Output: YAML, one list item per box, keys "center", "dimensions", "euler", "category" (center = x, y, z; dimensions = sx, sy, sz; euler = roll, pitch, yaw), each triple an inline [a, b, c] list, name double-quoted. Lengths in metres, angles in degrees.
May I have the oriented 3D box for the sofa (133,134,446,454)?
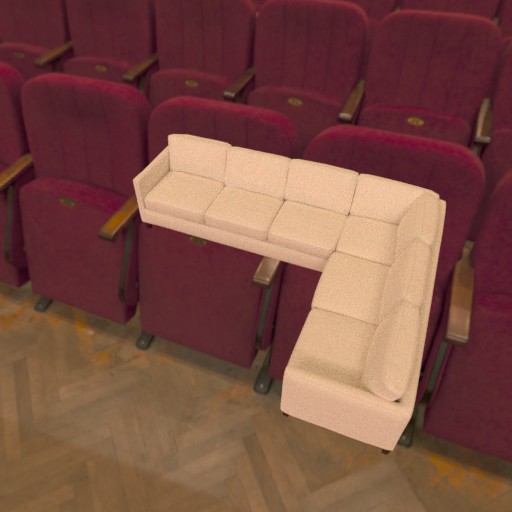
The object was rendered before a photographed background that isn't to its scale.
- center: [0.000, 0.000, 4.403]
  dimensions: [3.302, 0.947, 2.593]
  euler: [16, 47, 15]
  category: "sofa"
